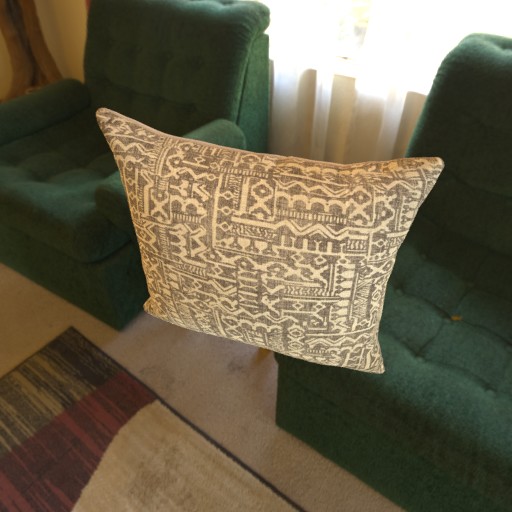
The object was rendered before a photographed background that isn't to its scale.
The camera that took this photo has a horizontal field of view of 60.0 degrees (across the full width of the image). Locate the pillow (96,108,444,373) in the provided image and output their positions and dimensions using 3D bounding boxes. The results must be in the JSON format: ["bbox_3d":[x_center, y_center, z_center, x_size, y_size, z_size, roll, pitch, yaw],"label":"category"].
[{"bbox_3d":[0.000,0.000,0.807,0.546,0.487,0.180,13,43,14],"label":"pillow"}]
